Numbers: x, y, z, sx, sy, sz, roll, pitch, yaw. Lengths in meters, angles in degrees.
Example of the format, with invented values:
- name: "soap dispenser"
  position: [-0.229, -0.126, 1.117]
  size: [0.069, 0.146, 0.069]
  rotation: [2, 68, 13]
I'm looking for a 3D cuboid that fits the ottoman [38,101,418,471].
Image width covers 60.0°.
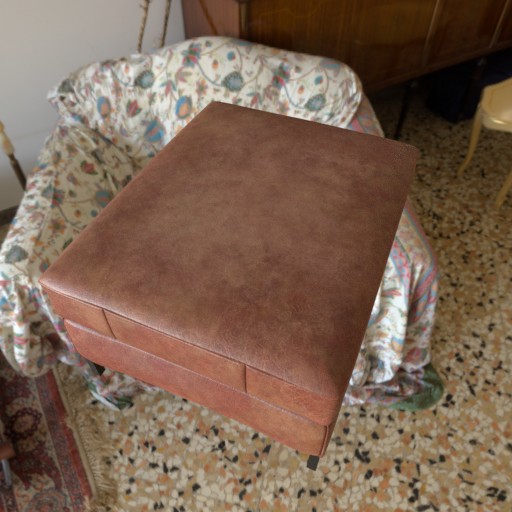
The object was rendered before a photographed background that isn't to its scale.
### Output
- name: "ottoman"
  position: [0.000, 0.000, 1.760]
  size: [0.965, 0.667, 1.186]
  rotation: [18, 50, 15]
